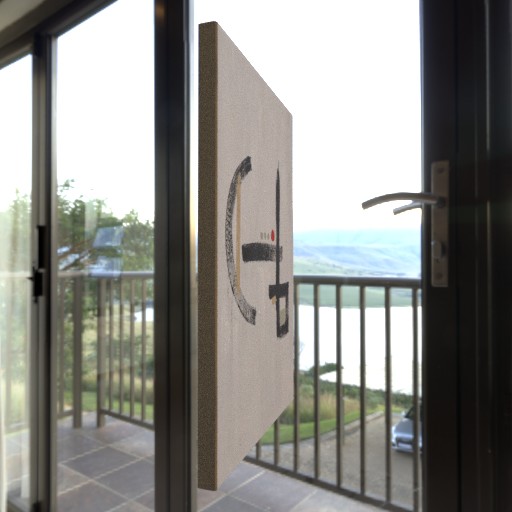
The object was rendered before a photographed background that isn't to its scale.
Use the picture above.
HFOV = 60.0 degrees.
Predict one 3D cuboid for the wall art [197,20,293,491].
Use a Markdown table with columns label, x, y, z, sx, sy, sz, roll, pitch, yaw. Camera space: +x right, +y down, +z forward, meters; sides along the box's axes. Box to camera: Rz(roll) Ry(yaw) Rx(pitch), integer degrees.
| label | x | y | z | sx | sy | sz | roll | pitch | yaw |
| --- | --- | --- | --- | --- | --- | --- | --- | --- | --- |
| wall art | 0.000 | 0.000 | 1.149 | 0.048 | 0.916 | 0.602 | 0 | -1 | 19 |
